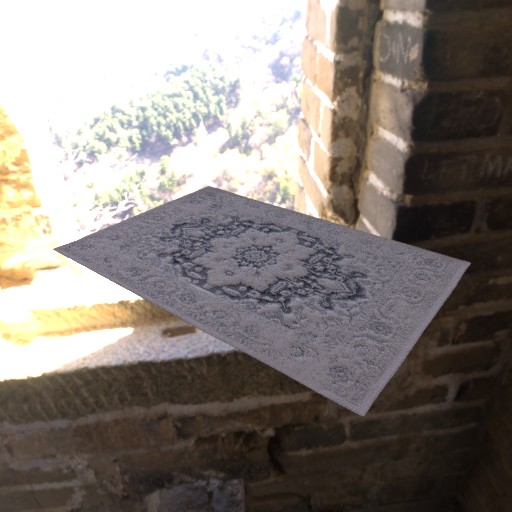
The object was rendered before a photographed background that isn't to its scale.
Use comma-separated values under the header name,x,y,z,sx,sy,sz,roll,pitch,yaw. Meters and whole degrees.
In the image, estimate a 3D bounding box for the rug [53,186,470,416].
name,x,y,z,sx,sy,sz,roll,pitch,yaw
rug,0.000,0.000,2.304,1.813,0.008,1.223,21,36,32
